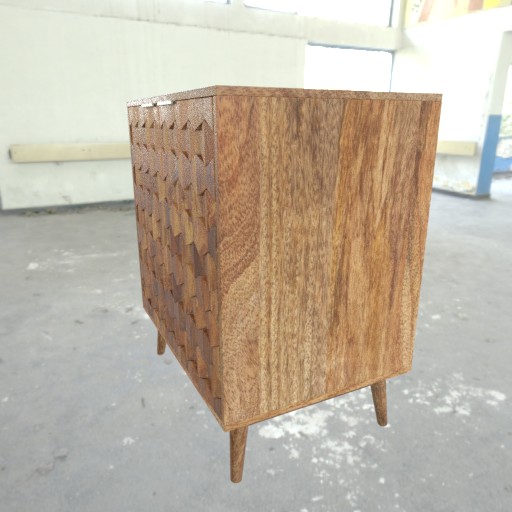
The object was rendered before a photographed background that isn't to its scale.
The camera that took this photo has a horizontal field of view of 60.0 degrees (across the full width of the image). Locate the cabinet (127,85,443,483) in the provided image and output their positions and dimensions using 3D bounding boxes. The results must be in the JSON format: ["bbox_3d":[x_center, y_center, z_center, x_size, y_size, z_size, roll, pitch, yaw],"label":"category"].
[{"bbox_3d":[0.000,0.000,1.129,0.473,0.758,0.647,-8,19,-26],"label":"cabinet"}]
